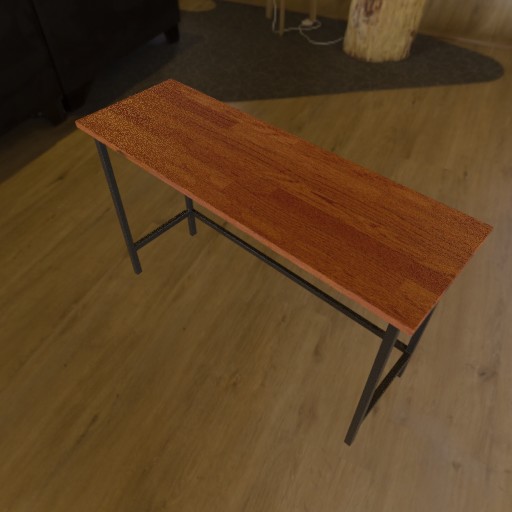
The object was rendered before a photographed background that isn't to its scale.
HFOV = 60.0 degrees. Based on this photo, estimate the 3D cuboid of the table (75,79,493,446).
[{"bbox_3d":[0.000,0.000,1.528,1.204,0.740,0.408,33,55,27],"label":"table"}]
